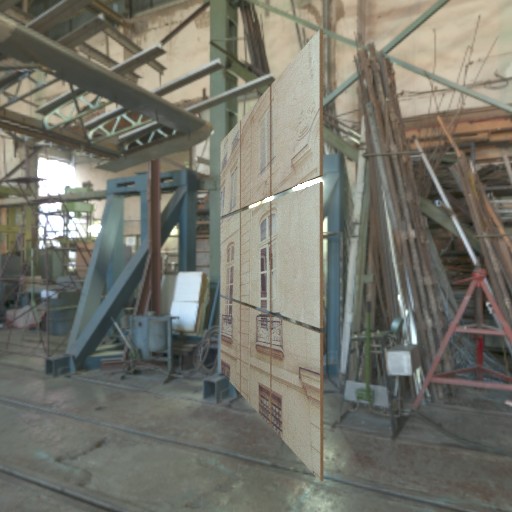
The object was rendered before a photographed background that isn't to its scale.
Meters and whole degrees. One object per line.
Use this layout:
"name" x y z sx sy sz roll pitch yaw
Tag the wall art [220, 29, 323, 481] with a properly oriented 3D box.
"wall art" 0.000 0.000 2.224 0.023 1.522 1.526 0 0 -17
